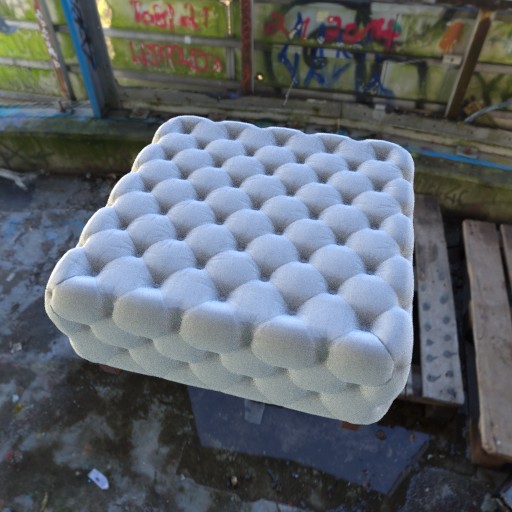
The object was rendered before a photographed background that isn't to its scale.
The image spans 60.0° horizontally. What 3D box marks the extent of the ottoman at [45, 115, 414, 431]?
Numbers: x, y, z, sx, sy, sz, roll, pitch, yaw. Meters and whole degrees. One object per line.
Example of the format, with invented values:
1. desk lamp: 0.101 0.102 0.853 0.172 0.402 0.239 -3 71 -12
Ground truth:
1. ottoman: 0.000 0.000 1.187 0.753 0.376 0.755 10 48 9
